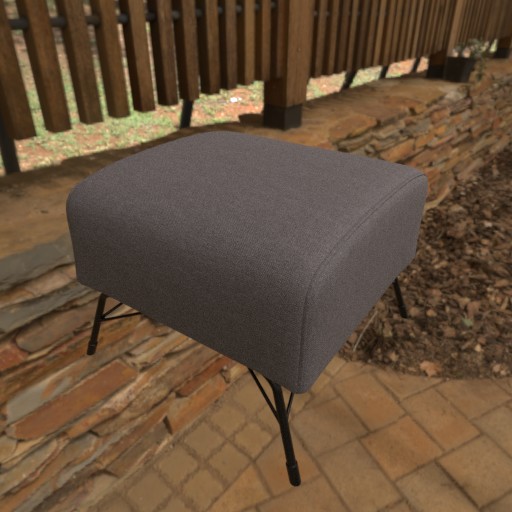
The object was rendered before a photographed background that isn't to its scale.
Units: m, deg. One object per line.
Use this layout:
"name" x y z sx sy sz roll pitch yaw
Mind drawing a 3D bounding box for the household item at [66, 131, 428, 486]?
"household item" 0.000 0.000 0.906 0.530 0.410 0.530 20 36 30
